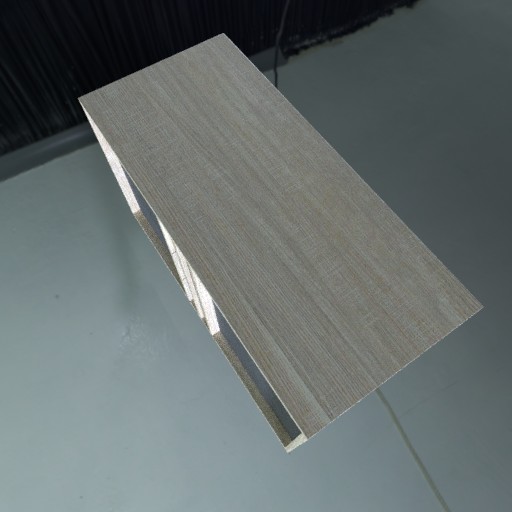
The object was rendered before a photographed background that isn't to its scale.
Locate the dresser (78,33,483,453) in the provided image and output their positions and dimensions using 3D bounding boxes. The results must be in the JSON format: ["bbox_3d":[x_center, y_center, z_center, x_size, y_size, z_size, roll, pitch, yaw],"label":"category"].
[{"bbox_3d":[0.000,0.000,1.499,0.500,0.780,1.110,-31,68,-14],"label":"dresser"}]
